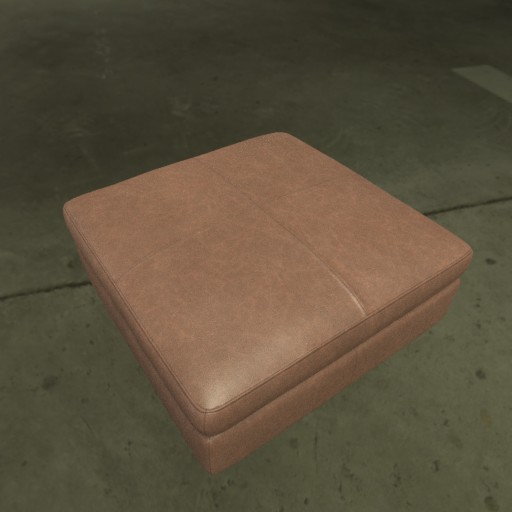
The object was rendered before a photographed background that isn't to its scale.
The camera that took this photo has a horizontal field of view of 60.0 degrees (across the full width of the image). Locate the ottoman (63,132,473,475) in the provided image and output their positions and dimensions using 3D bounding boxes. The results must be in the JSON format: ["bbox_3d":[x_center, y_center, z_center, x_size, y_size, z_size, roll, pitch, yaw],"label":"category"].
[{"bbox_3d":[0.000,0.000,1.784,1.168,0.490,1.168,-25,48,-25],"label":"ottoman"}]
